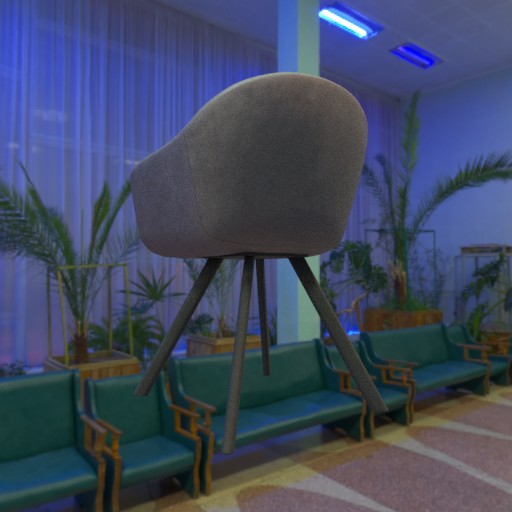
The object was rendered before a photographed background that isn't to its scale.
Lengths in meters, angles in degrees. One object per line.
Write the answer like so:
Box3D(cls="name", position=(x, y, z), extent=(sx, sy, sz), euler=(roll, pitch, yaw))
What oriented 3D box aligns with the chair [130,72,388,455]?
Box3D(cls="chair", position=(0.000, 0.000, 1.189), extent=(0.567, 0.781, 0.544), euler=(2, -3, -35))
